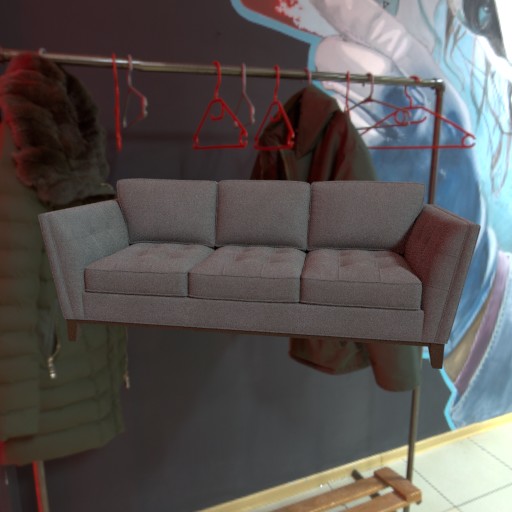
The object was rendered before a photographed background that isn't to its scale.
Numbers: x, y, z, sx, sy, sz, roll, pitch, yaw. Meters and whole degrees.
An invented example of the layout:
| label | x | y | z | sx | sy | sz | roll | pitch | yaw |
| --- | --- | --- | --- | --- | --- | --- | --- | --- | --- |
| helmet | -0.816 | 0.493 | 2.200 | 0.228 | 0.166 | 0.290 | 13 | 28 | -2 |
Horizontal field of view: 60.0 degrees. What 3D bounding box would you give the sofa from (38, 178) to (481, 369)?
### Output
| label | x | y | z | sx | sy | sz | roll | pitch | yaw |
| --- | --- | --- | --- | --- | --- | --- | --- | --- | --- |
| sofa | 0.000 | 0.000 | 2.876 | 2.387 | 0.940 | 0.965 | 2 | 13 | 9 |
